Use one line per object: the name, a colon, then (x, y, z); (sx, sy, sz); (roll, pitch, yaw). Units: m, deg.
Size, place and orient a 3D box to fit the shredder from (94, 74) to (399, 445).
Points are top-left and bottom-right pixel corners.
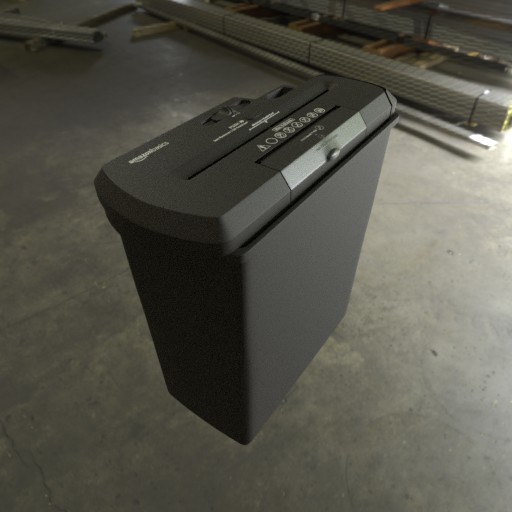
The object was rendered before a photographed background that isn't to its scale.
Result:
shredder: (0.000, 0.000, 0.503); (0.170, 0.335, 0.320); (25, 47, 26)
